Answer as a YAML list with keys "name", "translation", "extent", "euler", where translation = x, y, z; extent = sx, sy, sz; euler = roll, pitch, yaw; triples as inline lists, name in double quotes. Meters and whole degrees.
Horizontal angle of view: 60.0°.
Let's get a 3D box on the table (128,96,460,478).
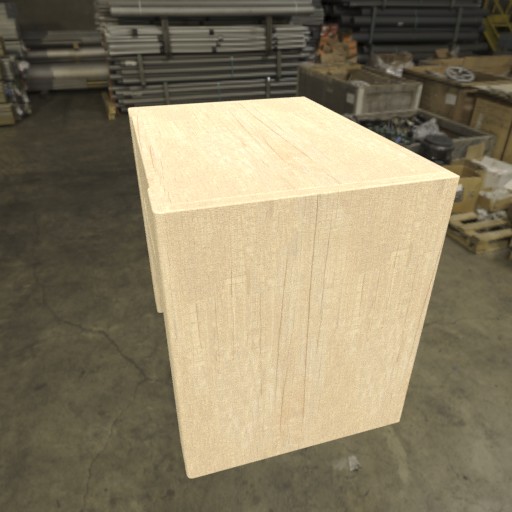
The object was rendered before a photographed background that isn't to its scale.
- name: "table"
  translation: [0.000, 0.000, 0.926]
  extent: [0.420, 0.510, 0.570]
  euler: [-9, 32, -14]
